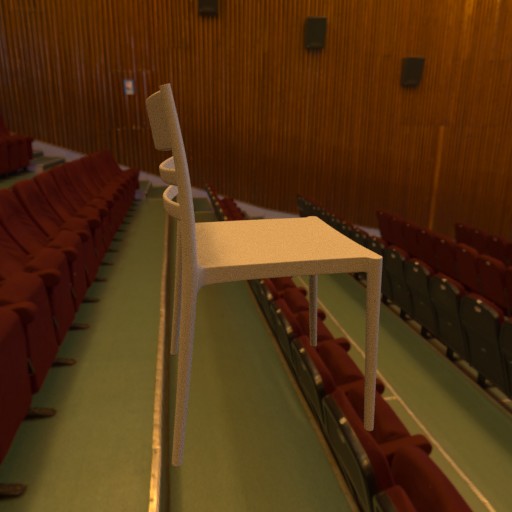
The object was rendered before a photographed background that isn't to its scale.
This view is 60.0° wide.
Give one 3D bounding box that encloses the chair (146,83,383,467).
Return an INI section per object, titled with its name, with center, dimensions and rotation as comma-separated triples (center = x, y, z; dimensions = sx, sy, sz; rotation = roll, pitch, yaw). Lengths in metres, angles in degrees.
[chair]
center = 0.000, 0.000, 1.161
dimensions = 0.511, 0.800, 0.531
rotation = -3, 17, -10
